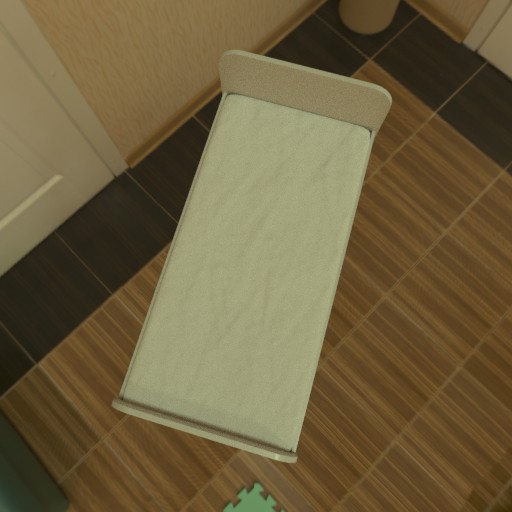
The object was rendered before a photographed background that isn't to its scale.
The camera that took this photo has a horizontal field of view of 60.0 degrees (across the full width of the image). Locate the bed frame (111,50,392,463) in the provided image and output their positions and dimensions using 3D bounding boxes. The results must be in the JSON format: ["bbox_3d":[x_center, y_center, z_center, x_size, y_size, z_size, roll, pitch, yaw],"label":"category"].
[{"bbox_3d":[0.000,0.000,2.540,0.998,0.805,1.963,16,77,4],"label":"bed frame"}]
